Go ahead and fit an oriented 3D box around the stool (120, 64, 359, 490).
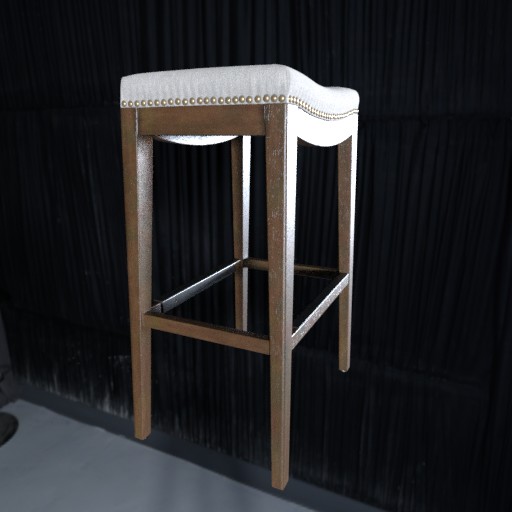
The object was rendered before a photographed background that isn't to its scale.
[{"bbox_3d":[0.000,0.000,1.031,0.356,0.762,0.508,7,17,24],"label":"stool"}]
